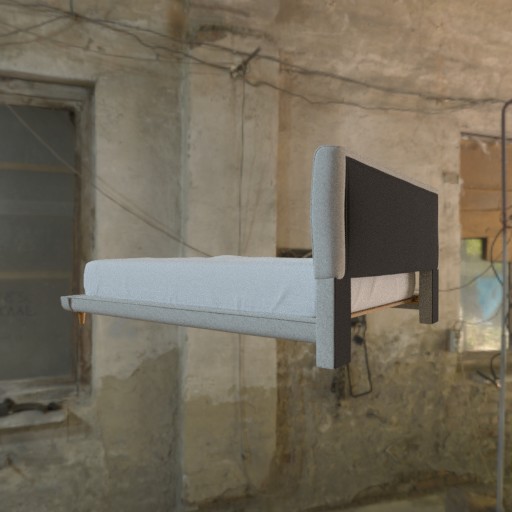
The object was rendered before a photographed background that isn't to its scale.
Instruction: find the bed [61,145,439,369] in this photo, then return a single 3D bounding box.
[{"bbox_3d":[0.000,0.000,3.655,2.498,1.126,1.980,0,0,36],"label":"bed"}]
